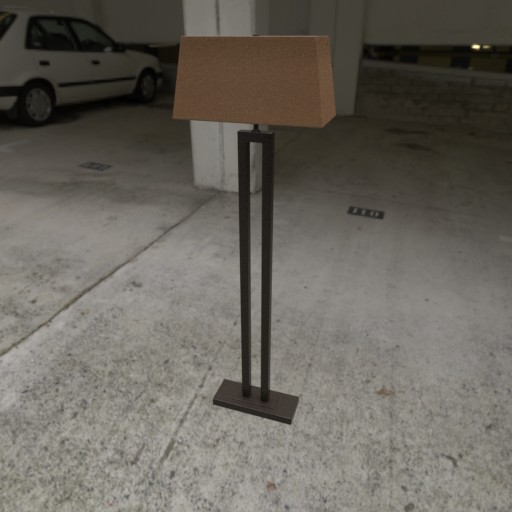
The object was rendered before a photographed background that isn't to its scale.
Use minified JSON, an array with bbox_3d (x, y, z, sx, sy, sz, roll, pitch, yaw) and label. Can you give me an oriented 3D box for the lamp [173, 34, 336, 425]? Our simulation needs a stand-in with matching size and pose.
[{"bbox_3d":[0.000,0.000,1.644,0.475,1.469,0.233,9,28,17],"label":"lamp"}]
